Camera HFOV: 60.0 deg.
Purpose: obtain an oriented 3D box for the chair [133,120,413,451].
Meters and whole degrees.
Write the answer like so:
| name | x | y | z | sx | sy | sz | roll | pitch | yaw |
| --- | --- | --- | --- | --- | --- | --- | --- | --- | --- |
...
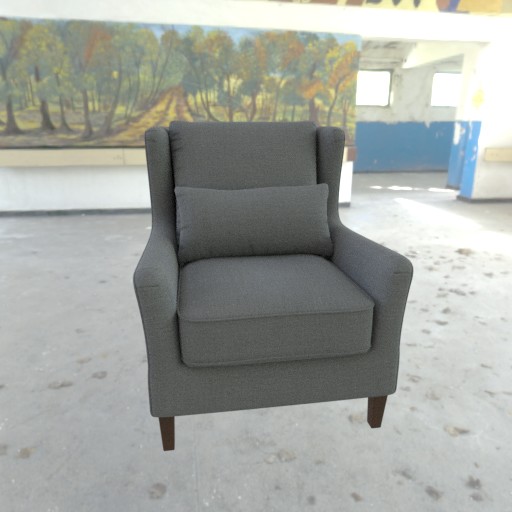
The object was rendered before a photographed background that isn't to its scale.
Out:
| name | x | y | z | sx | sy | sz | roll | pitch | yaw |
| --- | --- | --- | --- | --- | --- | --- | --- | --- | --- |
| chair | 0.000 | 0.000 | 1.803 | 0.866 | 1.056 | 1.040 | -3 | 17 | -9 |
